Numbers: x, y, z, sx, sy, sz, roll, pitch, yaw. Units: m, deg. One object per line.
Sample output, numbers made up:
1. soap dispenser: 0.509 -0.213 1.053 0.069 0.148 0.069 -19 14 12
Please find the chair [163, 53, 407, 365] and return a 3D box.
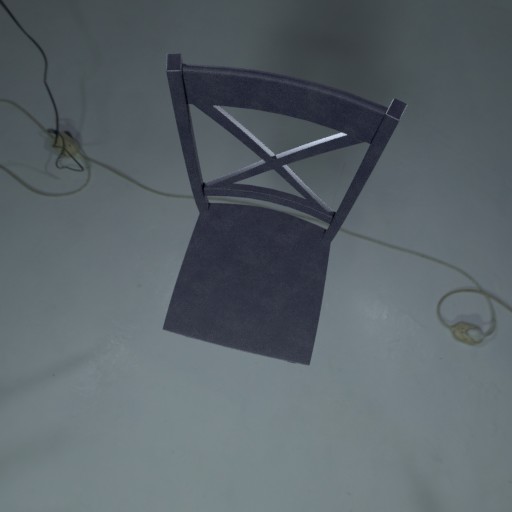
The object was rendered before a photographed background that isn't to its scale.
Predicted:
1. chair: 0.000 0.000 1.292 0.485 0.983 0.542 13 77 3
